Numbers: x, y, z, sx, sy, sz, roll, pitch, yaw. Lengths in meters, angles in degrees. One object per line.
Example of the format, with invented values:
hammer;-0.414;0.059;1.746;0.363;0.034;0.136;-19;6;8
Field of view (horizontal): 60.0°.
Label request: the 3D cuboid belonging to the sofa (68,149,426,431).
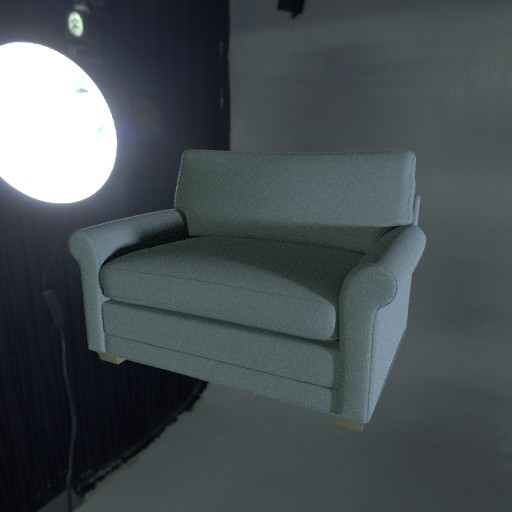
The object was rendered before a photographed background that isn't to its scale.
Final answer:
sofa;0.000;0.000;2.048;1.410;0.953;0.940;7;16;25
